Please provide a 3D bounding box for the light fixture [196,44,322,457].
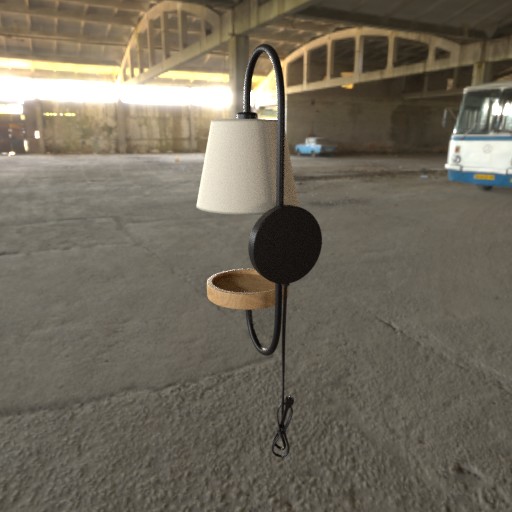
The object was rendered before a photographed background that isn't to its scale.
[{"bbox_3d":[0.000,0.000,0.948,0.220,0.821,0.299,-7,17,-25],"label":"light fixture"}]
